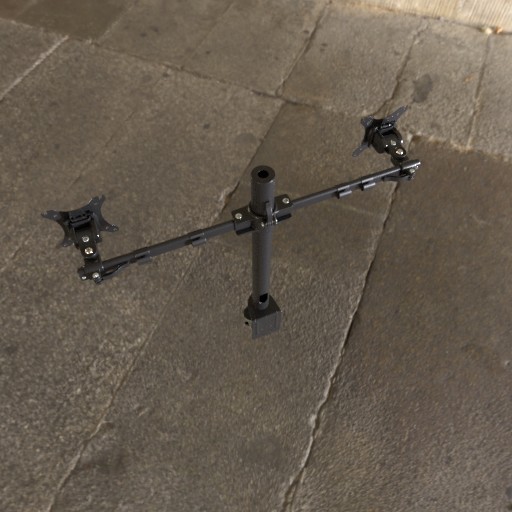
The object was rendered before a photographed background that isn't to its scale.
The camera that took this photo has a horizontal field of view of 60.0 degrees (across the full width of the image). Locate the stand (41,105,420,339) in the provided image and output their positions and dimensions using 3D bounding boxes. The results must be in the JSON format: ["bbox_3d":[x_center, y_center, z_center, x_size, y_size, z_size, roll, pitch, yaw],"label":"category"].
[{"bbox_3d":[0.000,0.000,1.014,0.743,0.603,0.150,-19,60,-12],"label":"stand"}]
